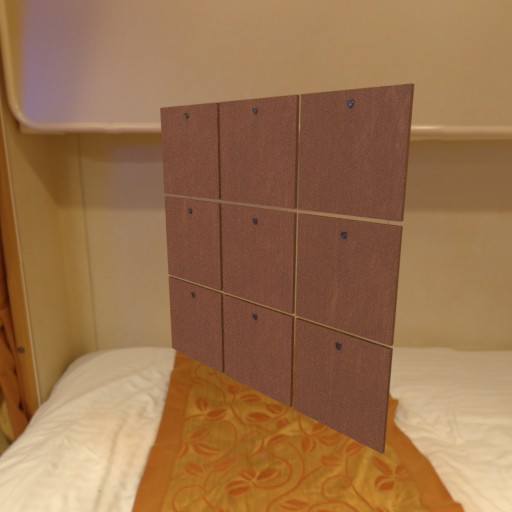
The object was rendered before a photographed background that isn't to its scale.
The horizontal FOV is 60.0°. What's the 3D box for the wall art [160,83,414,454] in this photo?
[{"bbox_3d":[0.000,0.000,1.357,0.915,0.913,0.018,13,19,42],"label":"wall art"}]
